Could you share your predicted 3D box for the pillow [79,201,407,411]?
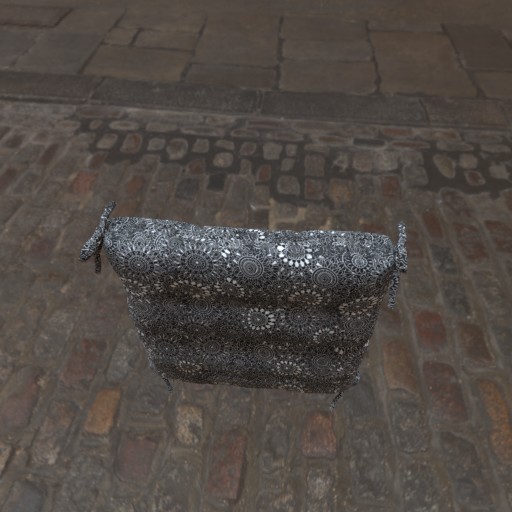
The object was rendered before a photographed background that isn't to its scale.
[{"bbox_3d":[0.000,0.000,1.022,0.519,0.605,0.571,4,46,4],"label":"pillow"}]
